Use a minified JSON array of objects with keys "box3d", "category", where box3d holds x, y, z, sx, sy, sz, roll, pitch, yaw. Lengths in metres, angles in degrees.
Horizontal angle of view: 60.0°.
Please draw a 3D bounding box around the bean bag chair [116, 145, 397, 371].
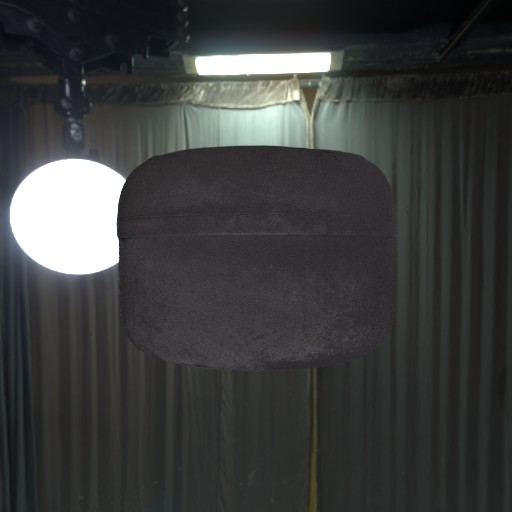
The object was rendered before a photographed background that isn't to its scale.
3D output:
[{"box3d":[0.000,0.000,1.512,0.918,0.605,0.918,0,1,0],"category":"bean bag chair"}]
